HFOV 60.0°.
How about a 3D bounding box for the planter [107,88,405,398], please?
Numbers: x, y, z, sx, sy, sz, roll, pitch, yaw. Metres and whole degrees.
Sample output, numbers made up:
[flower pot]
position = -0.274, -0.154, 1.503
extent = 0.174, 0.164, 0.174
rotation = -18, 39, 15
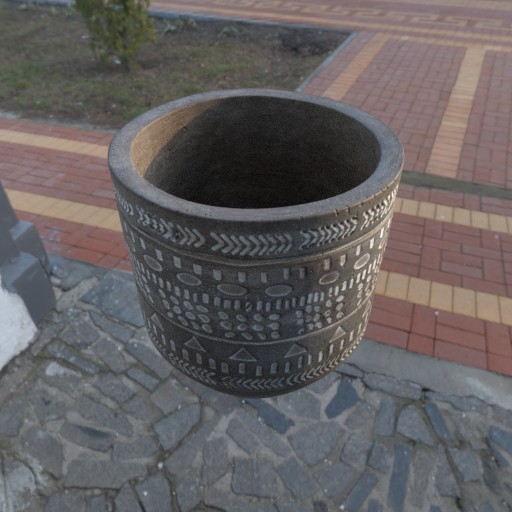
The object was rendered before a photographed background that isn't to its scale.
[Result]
[planter]
position = 0.000, 0.000, 0.225
extent = 0.122, 0.128, 0.122
rotation = 0, 40, 0
